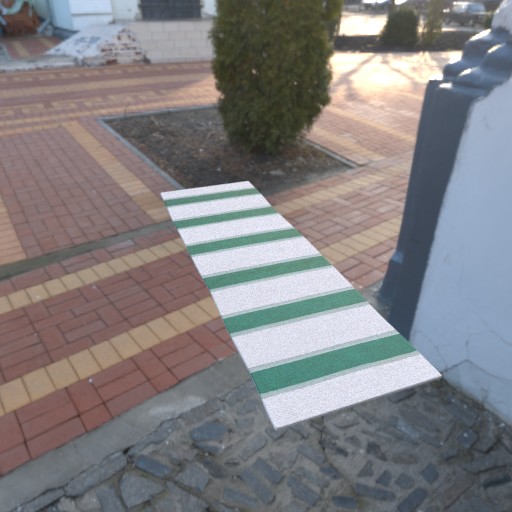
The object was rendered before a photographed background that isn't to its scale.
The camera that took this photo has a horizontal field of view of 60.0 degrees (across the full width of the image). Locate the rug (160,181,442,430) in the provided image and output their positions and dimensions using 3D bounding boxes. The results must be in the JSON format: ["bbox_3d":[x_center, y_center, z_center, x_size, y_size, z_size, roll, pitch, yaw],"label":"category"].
[{"bbox_3d":[0.000,0.000,2.737,0.768,0.012,2.438,-11,32,-18],"label":"rug"}]
